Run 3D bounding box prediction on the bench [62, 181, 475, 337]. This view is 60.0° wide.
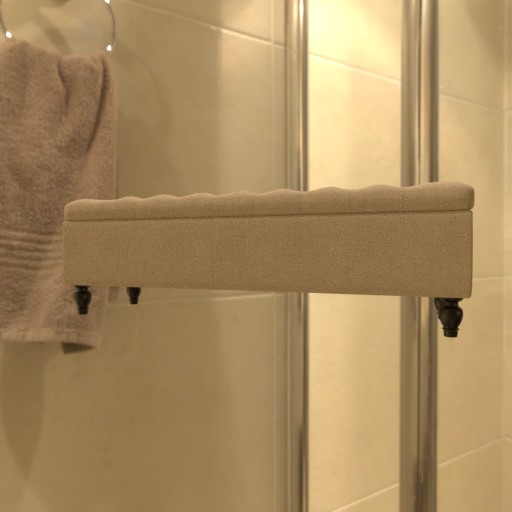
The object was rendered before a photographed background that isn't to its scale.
[{"bbox_3d":[0.000,0.000,1.706,1.480,0.467,0.455,0,1,20],"label":"bench"}]
